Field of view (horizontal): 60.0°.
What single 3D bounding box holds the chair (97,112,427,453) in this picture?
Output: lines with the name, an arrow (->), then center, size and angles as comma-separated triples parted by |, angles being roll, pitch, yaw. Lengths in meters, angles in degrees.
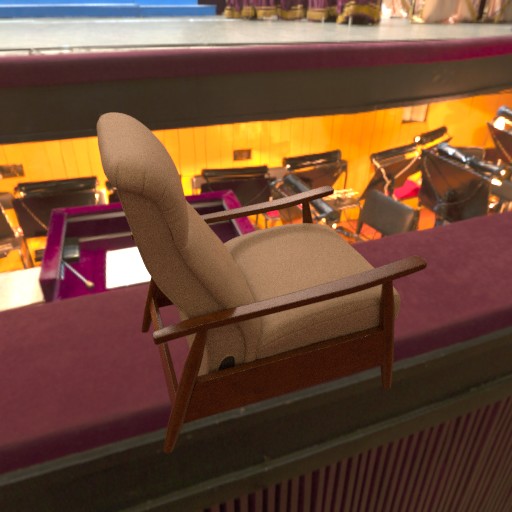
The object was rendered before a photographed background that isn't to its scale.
chair -> 0.000, 0.000, 1.770 | 1.030, 1.082, 0.762 | -10, 33, -16
